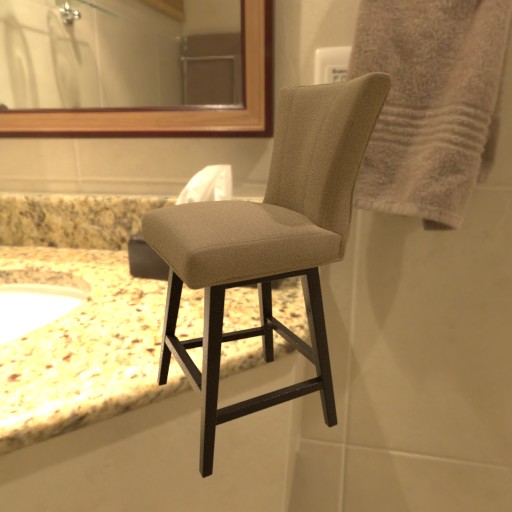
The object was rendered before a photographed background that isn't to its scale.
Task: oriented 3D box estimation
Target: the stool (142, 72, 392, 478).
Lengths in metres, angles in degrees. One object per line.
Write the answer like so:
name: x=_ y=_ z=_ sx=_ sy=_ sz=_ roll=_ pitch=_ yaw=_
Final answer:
stool: x=0.000 y=0.000 z=1.326 sx=0.574 sy=1.000 sz=0.514 roll=-8 pitch=18 yaw=-24
